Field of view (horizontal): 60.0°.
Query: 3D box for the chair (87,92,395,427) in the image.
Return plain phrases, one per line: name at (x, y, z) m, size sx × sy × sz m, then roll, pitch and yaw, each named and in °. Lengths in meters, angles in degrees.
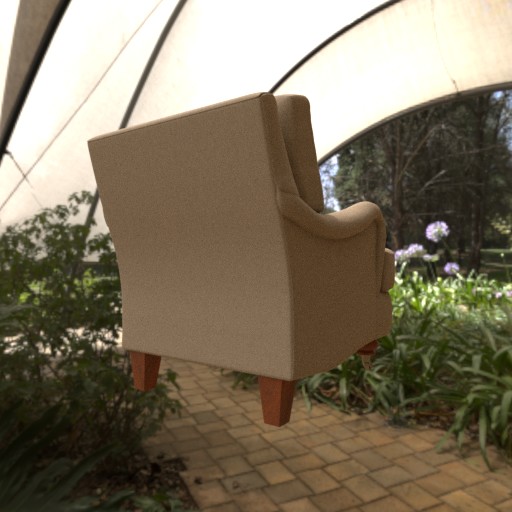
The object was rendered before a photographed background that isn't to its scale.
chair at (0.000, 0.000, 1.877) m, size 0.895 × 1.076 × 1.078 m, roll 0°, pitch 0°, yaw 36°
